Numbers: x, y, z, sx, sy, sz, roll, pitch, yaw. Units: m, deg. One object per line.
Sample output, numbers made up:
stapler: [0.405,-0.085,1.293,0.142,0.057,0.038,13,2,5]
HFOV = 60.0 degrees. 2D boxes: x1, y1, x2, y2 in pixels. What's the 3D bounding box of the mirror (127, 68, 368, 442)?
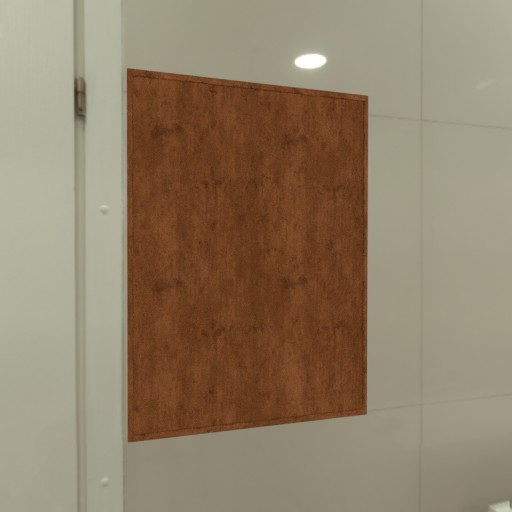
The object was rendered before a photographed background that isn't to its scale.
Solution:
mirror: [0.000,0.000,1.425,0.796,1.099,0.028,0,1,-17]
